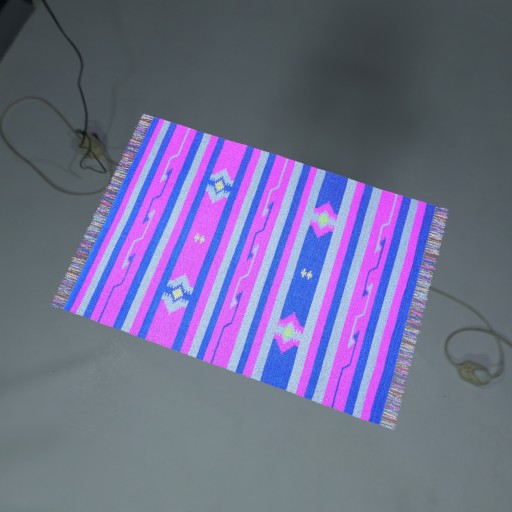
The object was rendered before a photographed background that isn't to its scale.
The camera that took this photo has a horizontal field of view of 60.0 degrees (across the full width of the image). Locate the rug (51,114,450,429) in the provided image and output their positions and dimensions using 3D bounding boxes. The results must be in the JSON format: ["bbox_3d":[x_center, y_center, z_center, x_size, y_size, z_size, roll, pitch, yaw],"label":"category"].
[{"bbox_3d":[0.000,0.000,3.000,2.350,0.013,1.539,19,75,5],"label":"rug"}]
